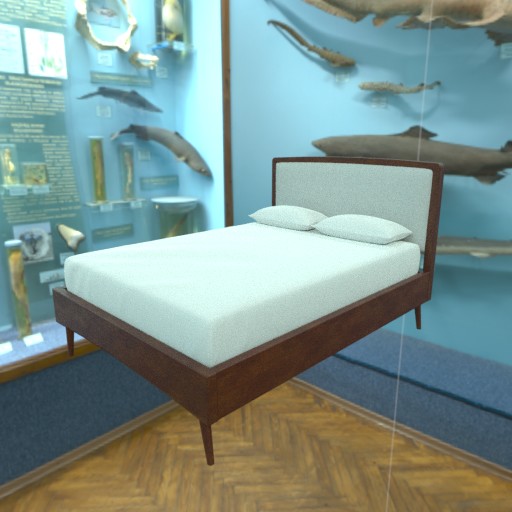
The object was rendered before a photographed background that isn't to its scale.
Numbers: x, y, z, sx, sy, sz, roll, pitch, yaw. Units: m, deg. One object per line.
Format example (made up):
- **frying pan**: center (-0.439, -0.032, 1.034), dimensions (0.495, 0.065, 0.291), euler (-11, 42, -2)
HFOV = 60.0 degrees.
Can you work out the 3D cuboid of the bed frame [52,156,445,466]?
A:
- **bed frame**: center (0.000, 0.000, 3.051), dimensions (1.587, 1.279, 2.171), euler (14, 20, 43)
